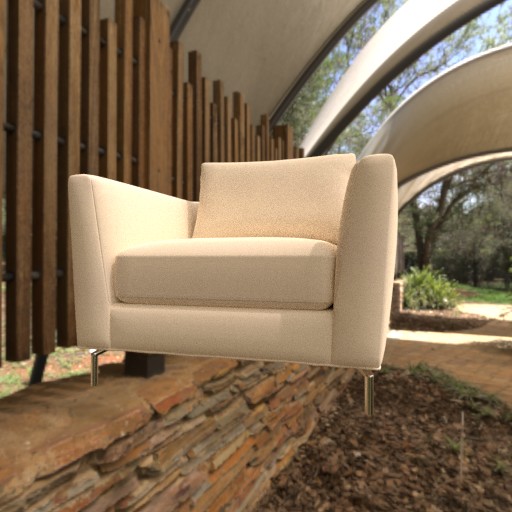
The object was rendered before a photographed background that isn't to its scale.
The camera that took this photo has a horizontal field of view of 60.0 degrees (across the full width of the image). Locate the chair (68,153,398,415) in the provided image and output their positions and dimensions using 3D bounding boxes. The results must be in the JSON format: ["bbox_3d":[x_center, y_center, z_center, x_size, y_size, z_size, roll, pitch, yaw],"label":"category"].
[{"bbox_3d":[0.000,0.000,1.708,1.041,0.865,0.889,0,0,18],"label":"chair"}]
